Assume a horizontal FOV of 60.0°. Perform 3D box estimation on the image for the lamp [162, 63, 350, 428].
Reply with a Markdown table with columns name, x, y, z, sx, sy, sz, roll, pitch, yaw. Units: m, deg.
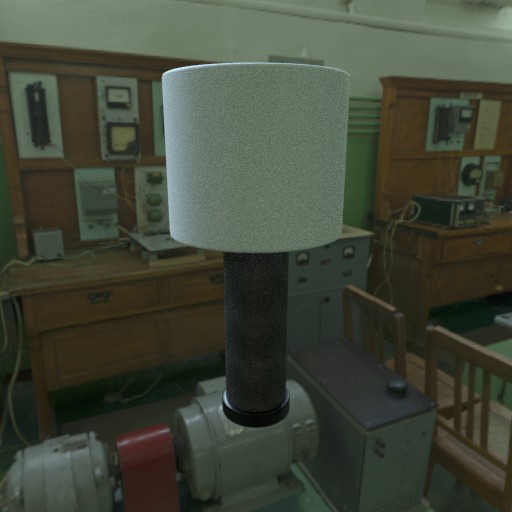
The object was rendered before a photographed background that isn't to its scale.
| name | x | y | z | sx | sy | sz | roll | pitch | yaw |
| --- | --- | --- | --- | --- | --- | --- | --- | --- | --- |
| lamp | 0.000 | 0.000 | 0.814 | 0.305 | 0.634 | 0.305 | -8 | 17 | -26 |
